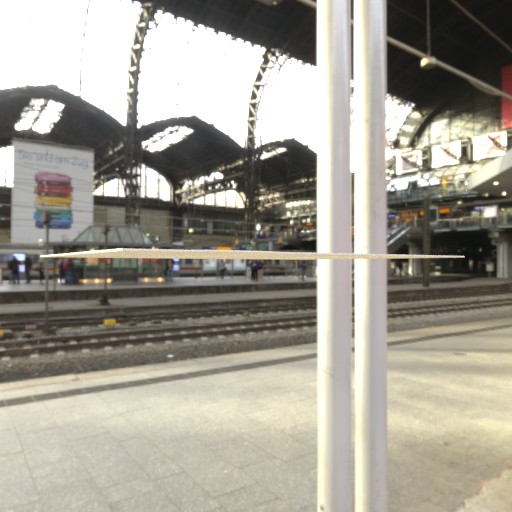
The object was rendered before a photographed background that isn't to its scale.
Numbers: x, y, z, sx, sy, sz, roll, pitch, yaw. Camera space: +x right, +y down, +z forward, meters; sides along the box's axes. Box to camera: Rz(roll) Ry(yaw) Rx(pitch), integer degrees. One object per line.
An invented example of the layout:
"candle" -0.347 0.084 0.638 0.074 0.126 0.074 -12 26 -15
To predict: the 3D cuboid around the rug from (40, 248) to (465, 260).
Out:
"rug" 0.000 0.000 2.293 1.825 0.015 1.232 1 -1 -36
